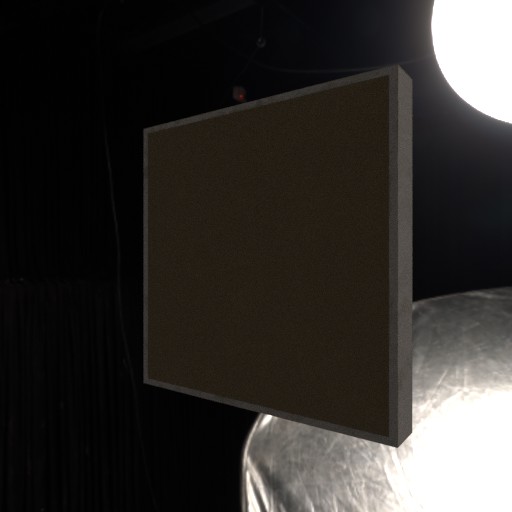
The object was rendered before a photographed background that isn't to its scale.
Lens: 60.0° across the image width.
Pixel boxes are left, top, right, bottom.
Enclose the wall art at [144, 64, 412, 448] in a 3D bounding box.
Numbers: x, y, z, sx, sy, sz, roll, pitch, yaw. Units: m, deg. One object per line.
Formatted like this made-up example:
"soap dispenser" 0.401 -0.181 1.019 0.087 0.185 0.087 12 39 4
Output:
"wall art" 0.000 0.000 0.455 0.305 0.303 0.038 0 0 36
